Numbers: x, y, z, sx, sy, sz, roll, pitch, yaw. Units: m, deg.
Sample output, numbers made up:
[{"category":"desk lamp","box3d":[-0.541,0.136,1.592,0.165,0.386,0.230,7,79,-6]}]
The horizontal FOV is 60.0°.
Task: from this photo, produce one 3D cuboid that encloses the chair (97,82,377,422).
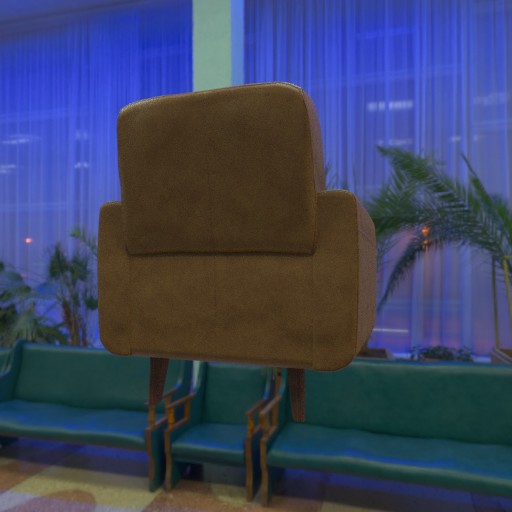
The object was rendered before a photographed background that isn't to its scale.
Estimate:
[{"category":"chair","box3d":[0.000,0.000,1.688,0.845,0.968,0.942,0,-1,18]}]
